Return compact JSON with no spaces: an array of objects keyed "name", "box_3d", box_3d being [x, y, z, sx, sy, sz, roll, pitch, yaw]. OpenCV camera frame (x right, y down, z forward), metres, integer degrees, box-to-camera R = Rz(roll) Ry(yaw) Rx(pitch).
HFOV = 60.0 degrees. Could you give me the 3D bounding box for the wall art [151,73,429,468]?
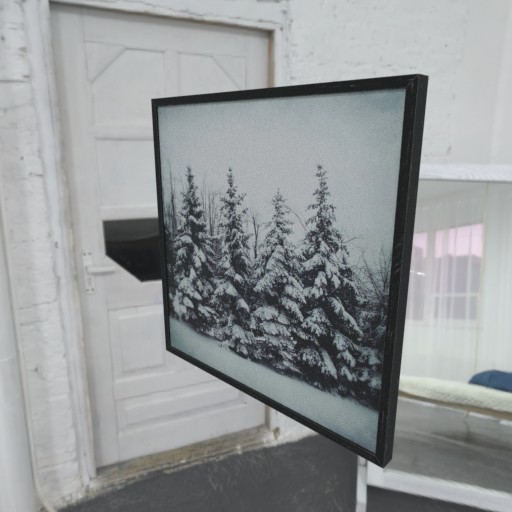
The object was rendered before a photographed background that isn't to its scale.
[{"name":"wall art","box_3d":[0.000,0.000,1.081,0.761,0.761,0.037,14,21,42]}]
